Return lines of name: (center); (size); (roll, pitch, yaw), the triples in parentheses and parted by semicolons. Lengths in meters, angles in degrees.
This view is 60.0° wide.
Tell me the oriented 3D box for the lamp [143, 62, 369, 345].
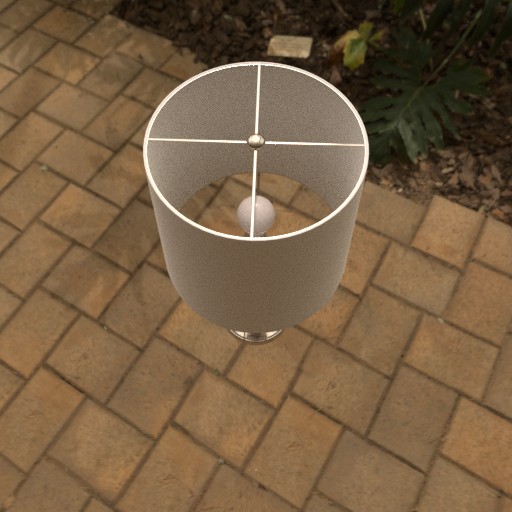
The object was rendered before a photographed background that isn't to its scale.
lamp: (0.000, 0.000, 0.783); (0.303, 0.618, 0.303); (0, 64, 0)
